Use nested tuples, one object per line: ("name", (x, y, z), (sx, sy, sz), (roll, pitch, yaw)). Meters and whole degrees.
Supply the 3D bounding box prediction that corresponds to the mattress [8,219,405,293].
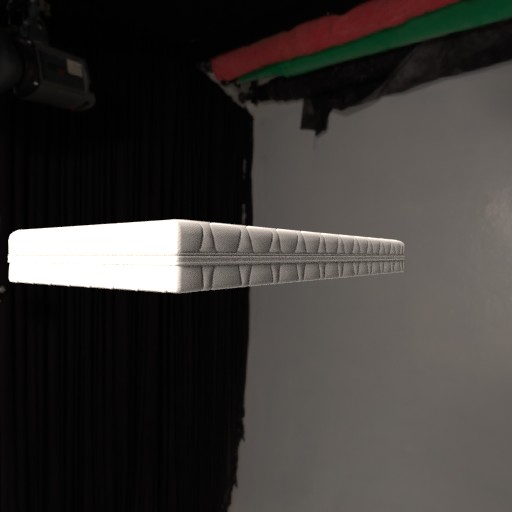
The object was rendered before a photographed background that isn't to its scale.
("mattress", (0.000, 0.000, 2.234), (0.900, 0.200, 2.000), (0, 0, 35))
